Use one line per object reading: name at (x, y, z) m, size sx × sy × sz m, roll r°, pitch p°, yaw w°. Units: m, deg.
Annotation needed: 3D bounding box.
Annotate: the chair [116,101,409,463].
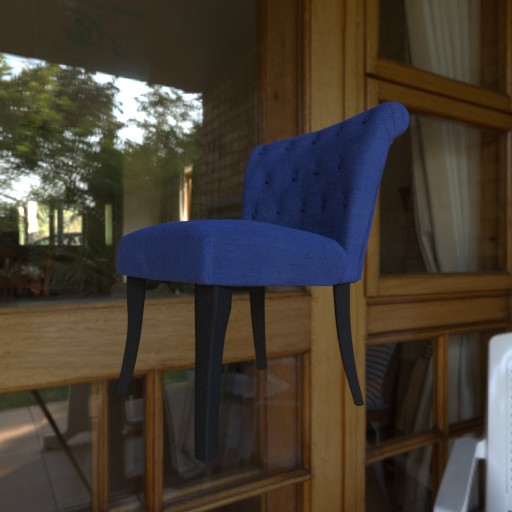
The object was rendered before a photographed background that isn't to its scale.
chair at (0.000, 0.000, 1.172) m, size 0.606 × 0.753 × 0.585 m, roll 0°, pitch 0°, yaw -35°
